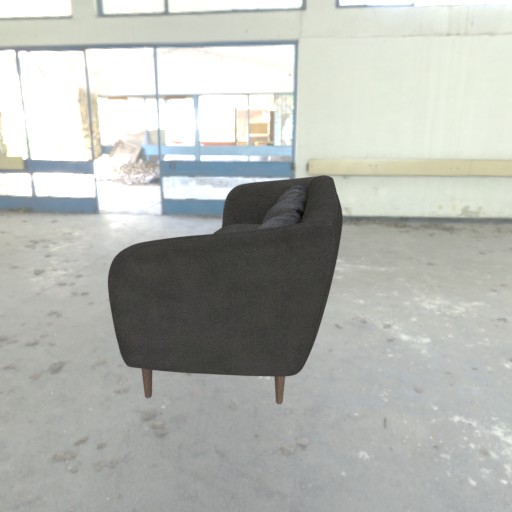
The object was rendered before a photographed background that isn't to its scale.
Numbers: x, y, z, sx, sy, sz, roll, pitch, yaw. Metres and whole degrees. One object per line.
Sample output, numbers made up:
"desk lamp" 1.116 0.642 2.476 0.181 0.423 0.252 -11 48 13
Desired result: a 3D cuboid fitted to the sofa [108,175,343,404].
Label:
"sofa" 0.000 0.000 2.732 0.956 0.875 2.296 2 15 8
